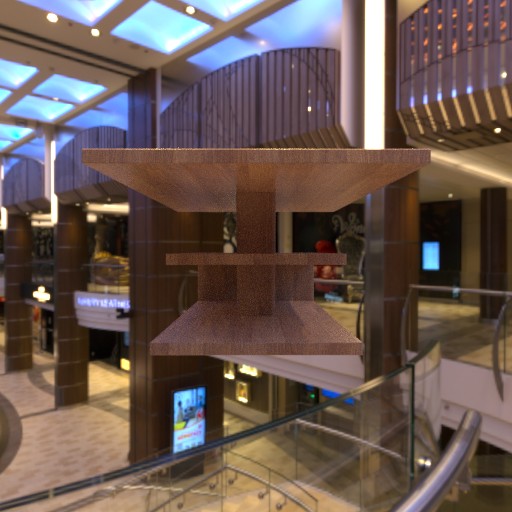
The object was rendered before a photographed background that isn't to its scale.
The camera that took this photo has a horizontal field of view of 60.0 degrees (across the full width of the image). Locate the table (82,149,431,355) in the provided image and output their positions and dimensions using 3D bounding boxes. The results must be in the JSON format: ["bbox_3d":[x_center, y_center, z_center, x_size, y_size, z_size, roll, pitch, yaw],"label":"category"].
[{"bbox_3d":[0.000,0.000,1.440,0.700,0.442,1.100,0,1,0],"label":"table"}]
